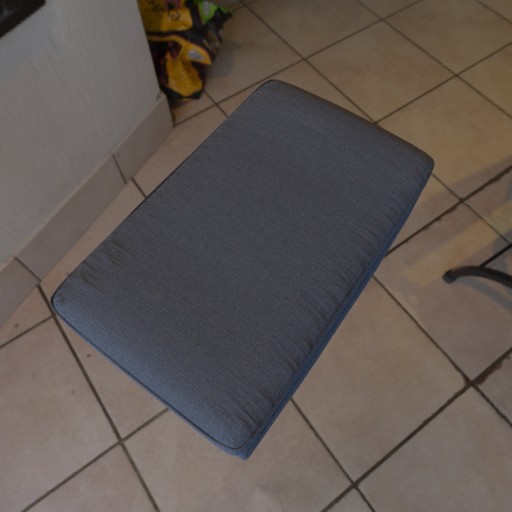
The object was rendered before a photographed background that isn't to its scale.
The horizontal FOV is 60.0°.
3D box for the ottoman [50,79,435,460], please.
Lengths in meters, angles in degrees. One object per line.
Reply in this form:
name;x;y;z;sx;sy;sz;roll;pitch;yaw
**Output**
ottoman;0.000;0.000;1.209;0.570;0.438;0.885;33;67;16
